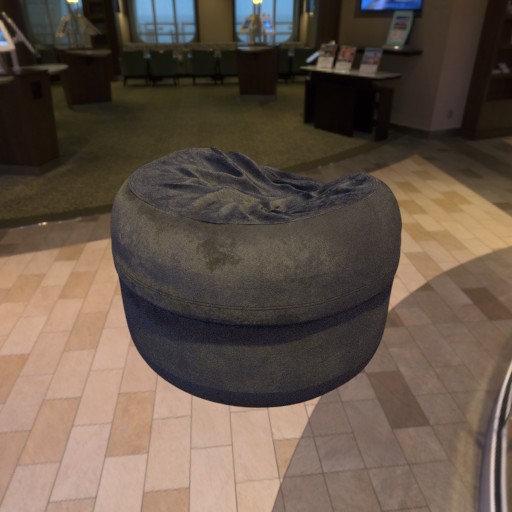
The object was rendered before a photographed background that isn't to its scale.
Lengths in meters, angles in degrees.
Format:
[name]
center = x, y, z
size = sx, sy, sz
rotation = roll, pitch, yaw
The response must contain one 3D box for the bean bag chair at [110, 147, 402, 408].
[bean bag chair]
center = 0.000, 0.000, 1.497
size = 0.918, 0.605, 0.918
rotation = 0, 29, 0
